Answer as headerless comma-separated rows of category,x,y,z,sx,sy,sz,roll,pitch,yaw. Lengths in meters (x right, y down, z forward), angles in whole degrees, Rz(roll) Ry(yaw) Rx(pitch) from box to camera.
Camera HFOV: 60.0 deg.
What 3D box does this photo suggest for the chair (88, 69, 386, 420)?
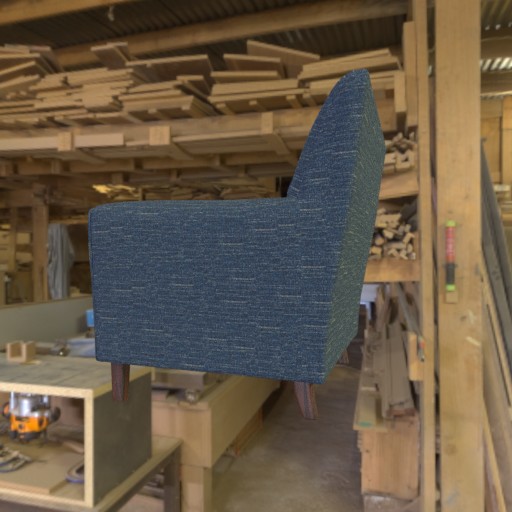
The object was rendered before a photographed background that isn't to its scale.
chair,0.000,0.000,1.619,0.873,0.928,0.864,0,0,19
